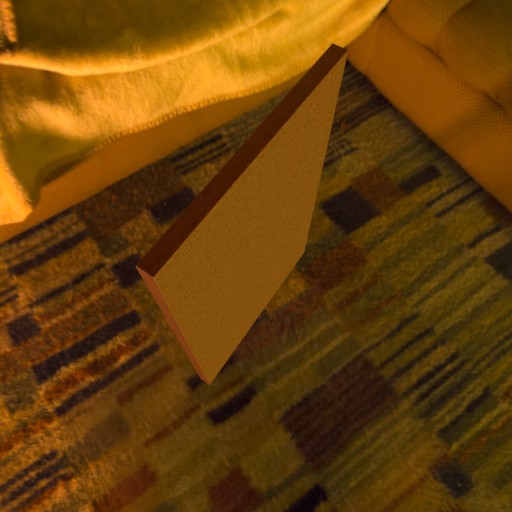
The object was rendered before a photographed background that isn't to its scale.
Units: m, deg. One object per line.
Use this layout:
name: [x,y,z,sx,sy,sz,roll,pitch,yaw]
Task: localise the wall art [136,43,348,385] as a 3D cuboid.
wall art: [0.000,0.000,1.203,0.037,0.914,0.610,32,68,14]
